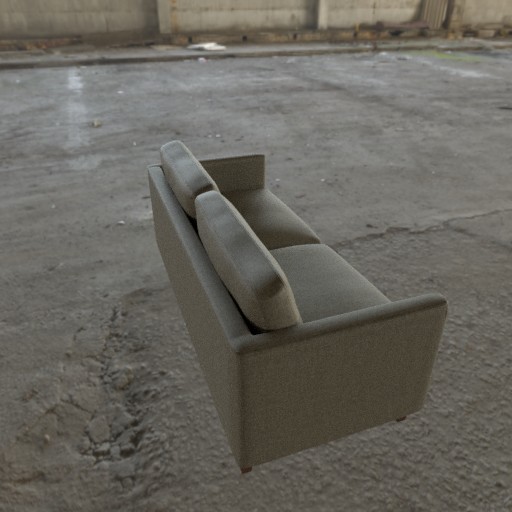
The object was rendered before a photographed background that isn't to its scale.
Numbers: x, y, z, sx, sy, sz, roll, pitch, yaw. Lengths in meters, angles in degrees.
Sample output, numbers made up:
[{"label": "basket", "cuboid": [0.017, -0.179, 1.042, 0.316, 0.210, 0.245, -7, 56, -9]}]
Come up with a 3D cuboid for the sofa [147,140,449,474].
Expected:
[{"label": "sofa", "cuboid": [0.000, 0.000, 2.677, 0.956, 0.960, 2.208, -10, 31, -17]}]
